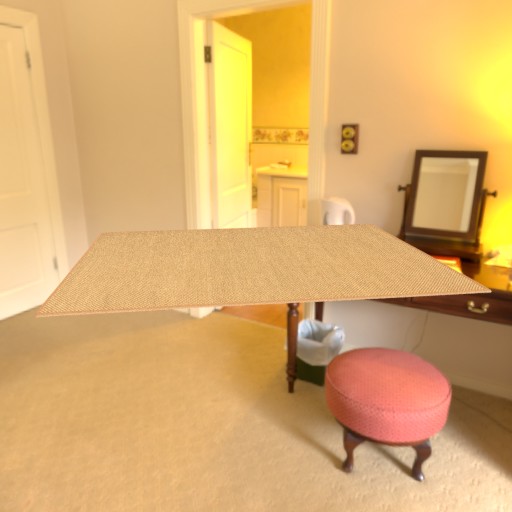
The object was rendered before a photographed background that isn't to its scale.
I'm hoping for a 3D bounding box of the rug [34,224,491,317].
[{"bbox_3d":[0.000,0.000,2.755,2.134,0.013,1.524,-2,17,-8],"label":"rug"}]
